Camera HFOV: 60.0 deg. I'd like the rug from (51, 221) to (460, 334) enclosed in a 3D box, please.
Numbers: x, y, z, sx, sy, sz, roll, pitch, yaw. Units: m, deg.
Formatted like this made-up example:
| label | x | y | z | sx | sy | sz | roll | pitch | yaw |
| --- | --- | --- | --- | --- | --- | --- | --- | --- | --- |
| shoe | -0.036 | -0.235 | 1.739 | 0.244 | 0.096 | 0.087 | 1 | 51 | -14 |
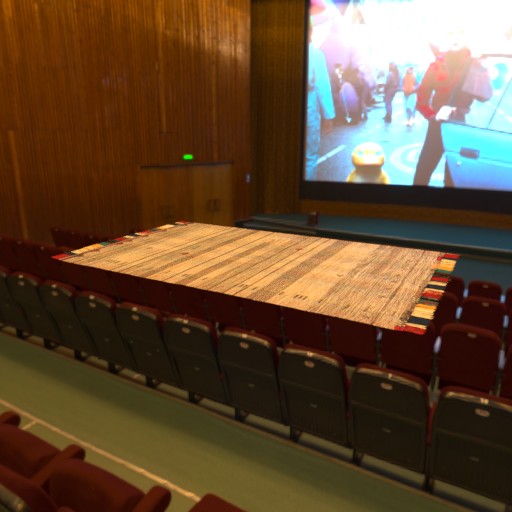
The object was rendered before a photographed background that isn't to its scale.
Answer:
| label | x | y | z | sx | sy | sz | roll | pitch | yaw |
| --- | --- | --- | --- | --- | --- | --- | --- | --- | --- |
| rug | 0.000 | 0.000 | 3.058 | 2.465 | 0.012 | 1.465 | 9 | 18 | 28 |
